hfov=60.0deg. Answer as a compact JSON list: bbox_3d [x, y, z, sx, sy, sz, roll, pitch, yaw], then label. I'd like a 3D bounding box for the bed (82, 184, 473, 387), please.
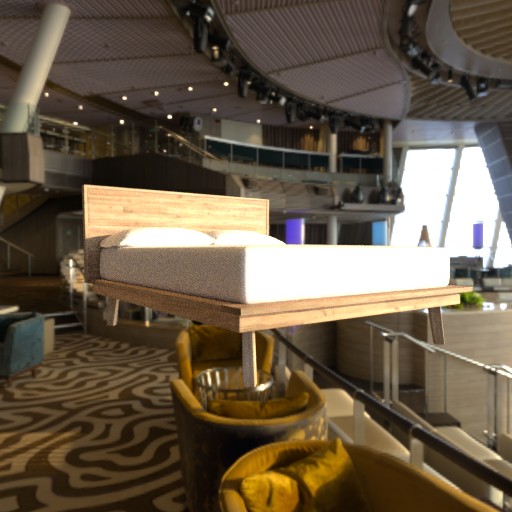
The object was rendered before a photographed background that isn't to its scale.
[{"bbox_3d":[0.000,0.000,3.058,1.759,1.071,2.145,-1,1,-36],"label":"bed"}]
